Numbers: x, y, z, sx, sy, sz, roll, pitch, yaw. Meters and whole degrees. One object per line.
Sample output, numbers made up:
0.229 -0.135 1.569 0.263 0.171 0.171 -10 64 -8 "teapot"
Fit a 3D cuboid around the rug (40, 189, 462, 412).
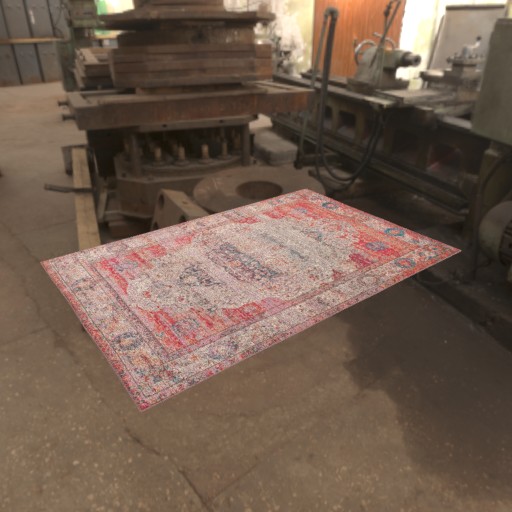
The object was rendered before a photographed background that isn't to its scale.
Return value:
0.000 0.000 2.304 1.829 0.006 1.219 -20 34 -32 "rug"
